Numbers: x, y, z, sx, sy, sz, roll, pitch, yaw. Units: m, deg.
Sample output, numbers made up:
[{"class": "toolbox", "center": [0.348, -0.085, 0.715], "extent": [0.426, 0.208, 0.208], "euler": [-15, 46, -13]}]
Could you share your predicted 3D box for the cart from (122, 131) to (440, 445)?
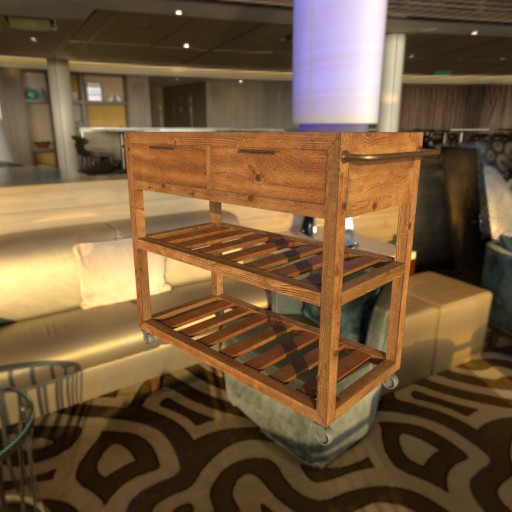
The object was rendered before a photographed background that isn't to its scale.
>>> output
[{"class": "cart", "center": [0.000, 0.000, 1.540], "extent": [1.065, 0.830, 0.445], "euler": [15, 21, 42]}]
